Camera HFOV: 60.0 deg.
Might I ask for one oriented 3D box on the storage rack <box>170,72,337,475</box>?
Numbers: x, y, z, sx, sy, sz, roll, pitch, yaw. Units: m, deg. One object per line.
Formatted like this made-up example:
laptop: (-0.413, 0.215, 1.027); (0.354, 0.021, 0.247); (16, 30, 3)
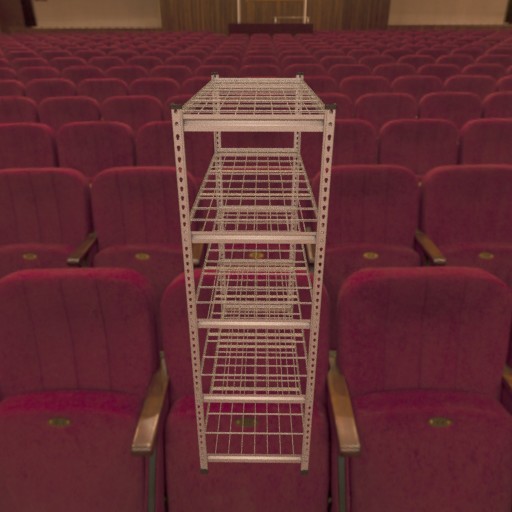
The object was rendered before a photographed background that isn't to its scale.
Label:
storage rack: (0.000, 0.000, 2.722); (0.610, 1.981, 1.524); (0, 27, 1)
